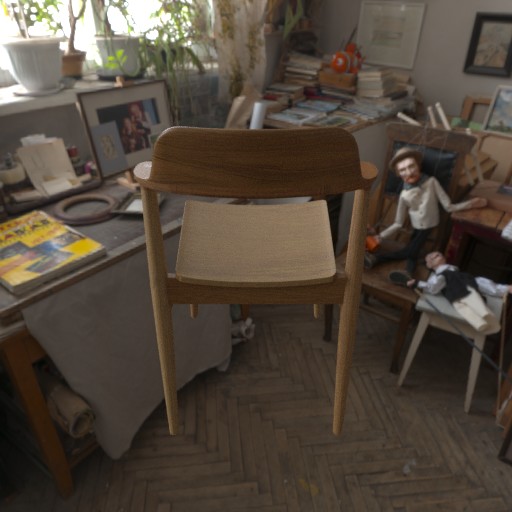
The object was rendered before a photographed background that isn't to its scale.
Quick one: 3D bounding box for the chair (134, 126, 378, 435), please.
[{"bbox_3d":[0.000,0.000,1.160,0.512,0.792,0.499,0,31,0],"label":"chair"}]
